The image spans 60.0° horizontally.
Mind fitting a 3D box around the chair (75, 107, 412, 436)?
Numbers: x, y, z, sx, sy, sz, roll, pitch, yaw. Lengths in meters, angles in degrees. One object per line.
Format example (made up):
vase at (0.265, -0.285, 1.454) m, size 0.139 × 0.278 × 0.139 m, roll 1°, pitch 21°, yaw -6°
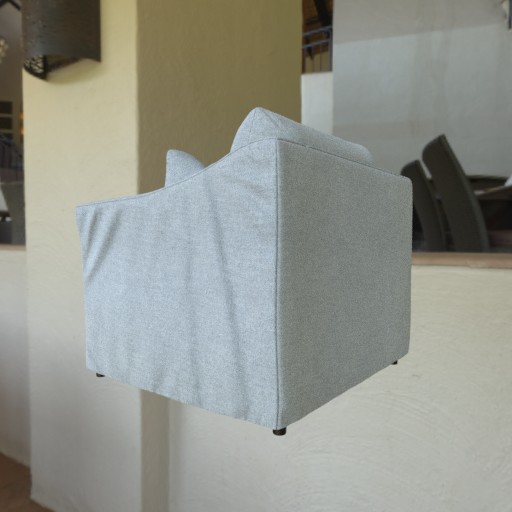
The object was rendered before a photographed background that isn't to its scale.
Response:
chair at (0.000, 0.000, 2.036) m, size 1.071 × 1.059 × 1.194 m, roll 2°, pitch 3°, yaw 37°
